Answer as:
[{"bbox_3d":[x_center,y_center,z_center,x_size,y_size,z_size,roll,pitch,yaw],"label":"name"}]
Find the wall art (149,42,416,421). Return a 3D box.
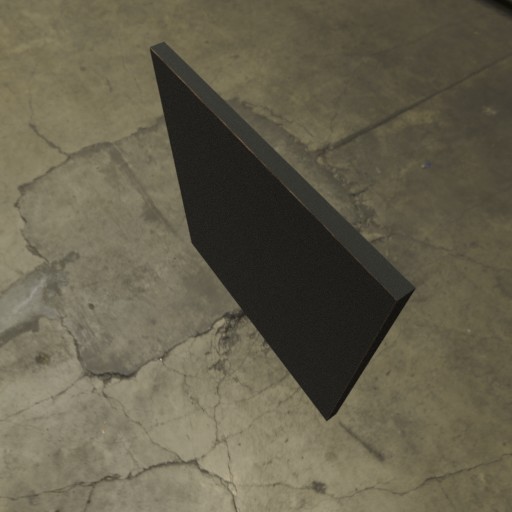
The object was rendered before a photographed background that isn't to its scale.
[{"bbox_3d":[0.000,0.000,1.132,0.038,0.762,0.762,-31,62,-18],"label":"wall art"}]
